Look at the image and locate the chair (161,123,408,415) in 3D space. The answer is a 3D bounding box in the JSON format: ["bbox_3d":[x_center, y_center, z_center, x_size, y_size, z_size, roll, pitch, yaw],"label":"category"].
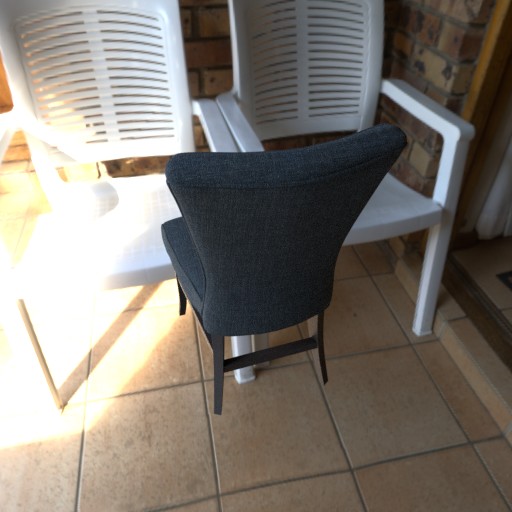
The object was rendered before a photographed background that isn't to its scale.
[{"bbox_3d":[0.000,0.000,1.380,0.520,0.991,0.660,-12,42,-13],"label":"chair"}]
